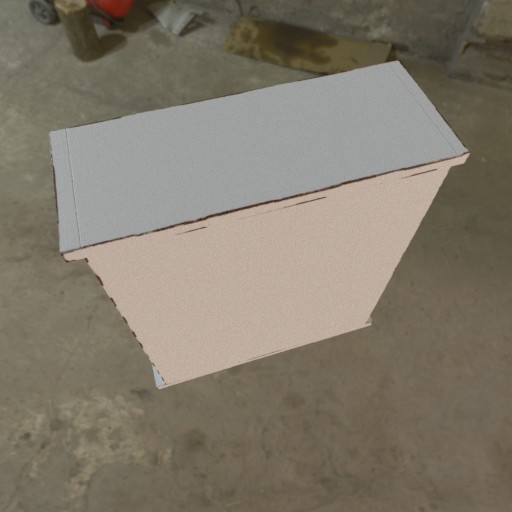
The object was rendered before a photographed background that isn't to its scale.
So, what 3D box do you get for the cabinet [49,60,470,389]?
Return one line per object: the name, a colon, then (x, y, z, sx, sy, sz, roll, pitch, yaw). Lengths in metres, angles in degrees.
cabinet: (0.000, 0.000, 0.865, 0.541, 0.603, 0.210, -15, 60, -9)
